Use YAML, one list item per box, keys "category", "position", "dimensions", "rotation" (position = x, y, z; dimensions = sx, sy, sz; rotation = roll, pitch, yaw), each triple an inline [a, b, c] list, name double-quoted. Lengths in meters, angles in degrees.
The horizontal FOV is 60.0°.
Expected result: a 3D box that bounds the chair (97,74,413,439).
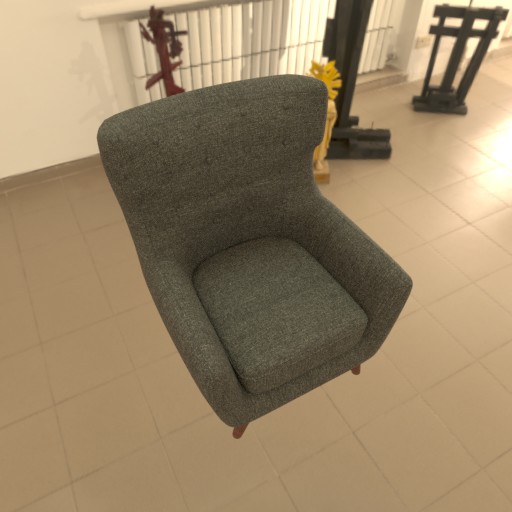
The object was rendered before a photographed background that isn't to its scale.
- category: "chair"
  position: [0.000, 0.000, 1.757]
  dimensions: [0.878, 1.063, 0.904]
  rotation: [-21, 49, -20]
